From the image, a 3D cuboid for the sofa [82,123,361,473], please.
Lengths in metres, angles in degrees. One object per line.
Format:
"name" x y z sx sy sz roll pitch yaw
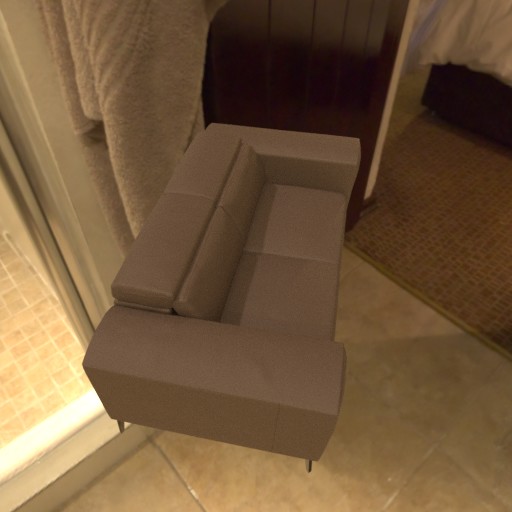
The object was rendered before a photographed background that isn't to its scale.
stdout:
"sofa" 0.000 0.000 2.418 1.003 0.779 1.895 8 46 8
